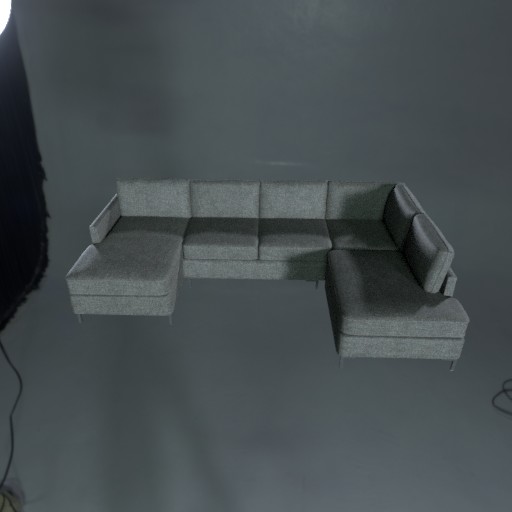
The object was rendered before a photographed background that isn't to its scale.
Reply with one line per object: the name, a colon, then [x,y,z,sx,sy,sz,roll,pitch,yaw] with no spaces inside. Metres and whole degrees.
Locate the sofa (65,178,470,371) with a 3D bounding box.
sofa: [0.000,0.000,4.377,3.423,0.999,2.048,1,30,2]
